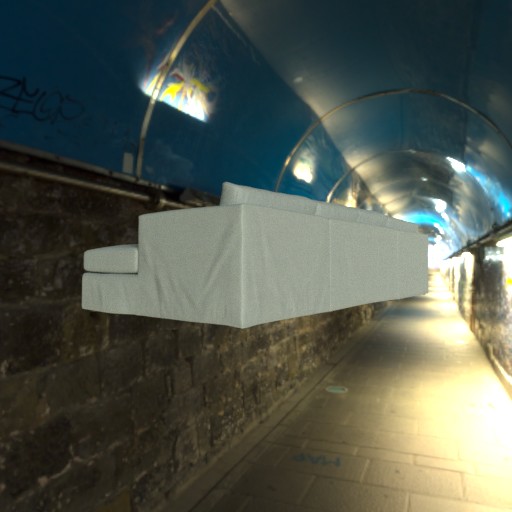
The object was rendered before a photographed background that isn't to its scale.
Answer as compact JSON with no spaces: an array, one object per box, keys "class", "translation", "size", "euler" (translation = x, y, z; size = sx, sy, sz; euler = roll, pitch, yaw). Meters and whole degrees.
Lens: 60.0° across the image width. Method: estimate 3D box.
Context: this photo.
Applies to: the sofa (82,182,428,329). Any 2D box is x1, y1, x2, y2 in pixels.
[{"class":"sofa","translation":[0.000,0.000,4.520],"size":[2.427,0.882,3.460],"euler":[-1,-1,38]}]
